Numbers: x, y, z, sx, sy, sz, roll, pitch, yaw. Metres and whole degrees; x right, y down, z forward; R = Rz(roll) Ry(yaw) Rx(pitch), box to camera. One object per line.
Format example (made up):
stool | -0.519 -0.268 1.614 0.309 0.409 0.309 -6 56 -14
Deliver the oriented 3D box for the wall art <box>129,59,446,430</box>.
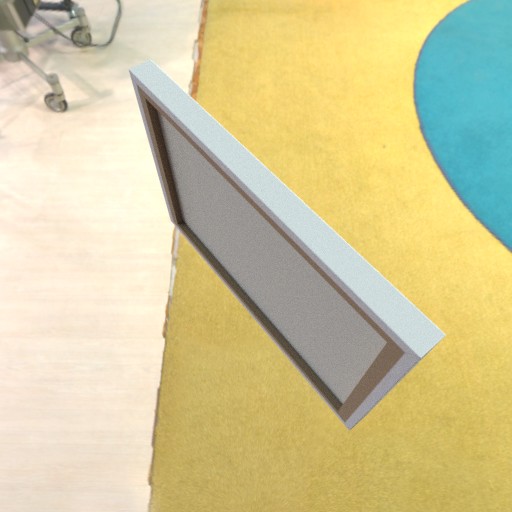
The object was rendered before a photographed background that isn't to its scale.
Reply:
wall art | 0.000 0.000 0.772 0.042 0.414 0.608 -34 64 -19
